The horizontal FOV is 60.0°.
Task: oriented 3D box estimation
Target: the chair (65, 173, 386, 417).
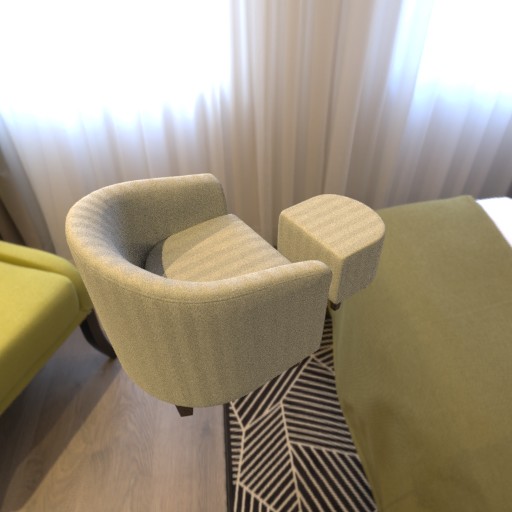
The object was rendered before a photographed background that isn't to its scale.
[{"bbox_3d":[0.000,0.000,1.767,1.288,0.757,0.756,-25,47,-26],"label":"chair"}]
